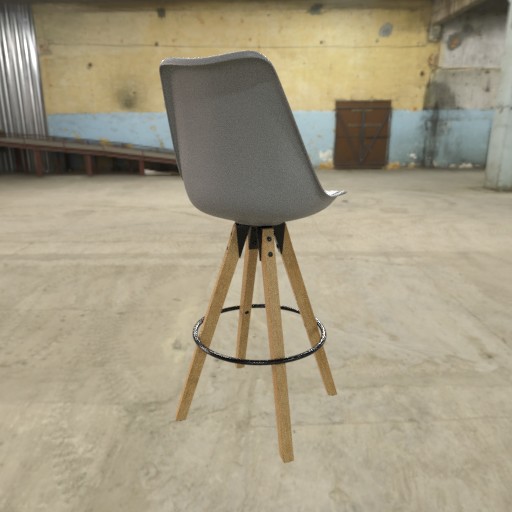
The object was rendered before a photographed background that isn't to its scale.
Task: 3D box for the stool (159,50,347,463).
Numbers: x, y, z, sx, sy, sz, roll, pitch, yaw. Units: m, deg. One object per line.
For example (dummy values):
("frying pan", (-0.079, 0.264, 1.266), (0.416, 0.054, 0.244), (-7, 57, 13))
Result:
("stool", (0.000, 0.000, 1.410), (0.485, 1.115, 0.550), (9, 18, 28))
